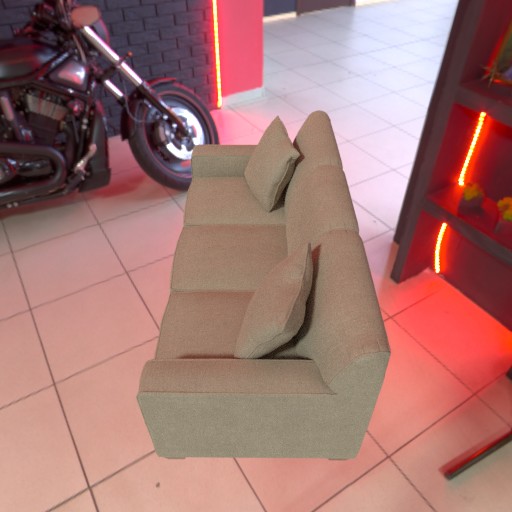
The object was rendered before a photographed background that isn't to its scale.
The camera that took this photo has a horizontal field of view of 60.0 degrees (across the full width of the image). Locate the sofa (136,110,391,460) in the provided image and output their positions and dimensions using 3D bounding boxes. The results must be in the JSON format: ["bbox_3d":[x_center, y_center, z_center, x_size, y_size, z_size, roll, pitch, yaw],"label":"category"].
[{"bbox_3d":[0.000,0.000,2.565,0.997,0.958,2.024,0,42,0],"label":"sofa"}]
